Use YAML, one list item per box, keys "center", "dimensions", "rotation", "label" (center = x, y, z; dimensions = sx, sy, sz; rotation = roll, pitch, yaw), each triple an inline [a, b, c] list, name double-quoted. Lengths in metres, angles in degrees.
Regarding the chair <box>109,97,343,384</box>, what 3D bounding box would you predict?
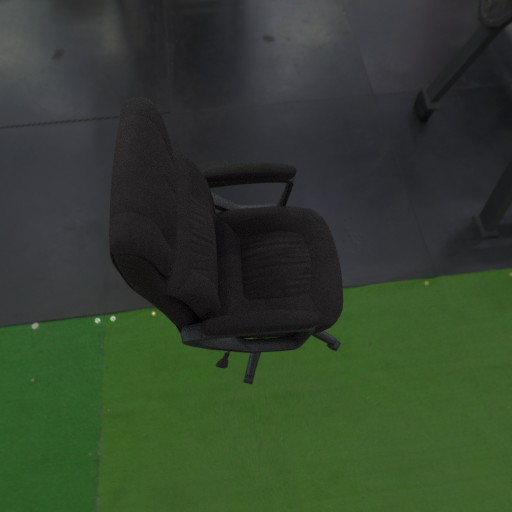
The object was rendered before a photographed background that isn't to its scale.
- center: [0.000, 0.000, 1.566]
  dimensions: [0.724, 1.105, 0.667]
  rotation: [-4, 62, -2]
  label: "chair"
